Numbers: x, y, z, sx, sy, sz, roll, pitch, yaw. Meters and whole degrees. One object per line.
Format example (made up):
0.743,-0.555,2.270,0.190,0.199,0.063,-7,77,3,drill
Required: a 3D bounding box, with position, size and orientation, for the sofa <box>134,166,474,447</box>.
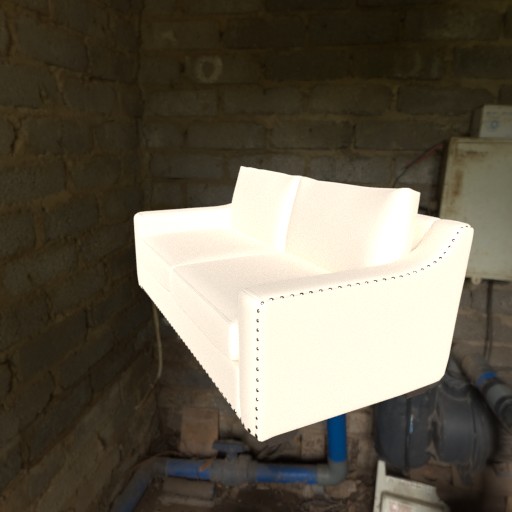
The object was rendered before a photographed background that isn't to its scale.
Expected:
0.000,0.000,2.317,0.949,0.830,1.812,-7,16,-25,sofa
